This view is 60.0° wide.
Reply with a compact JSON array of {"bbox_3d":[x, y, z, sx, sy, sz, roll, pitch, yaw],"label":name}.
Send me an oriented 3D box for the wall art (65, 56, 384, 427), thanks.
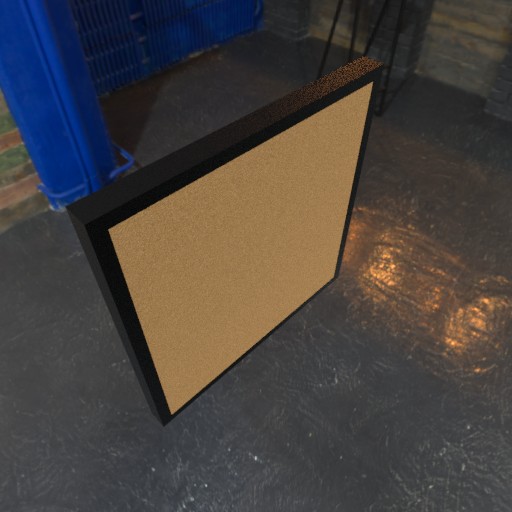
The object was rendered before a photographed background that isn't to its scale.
[{"bbox_3d":[0.000,0.000,0.748,0.506,0.506,0.038,-36,57,-28],"label":"wall art"}]
